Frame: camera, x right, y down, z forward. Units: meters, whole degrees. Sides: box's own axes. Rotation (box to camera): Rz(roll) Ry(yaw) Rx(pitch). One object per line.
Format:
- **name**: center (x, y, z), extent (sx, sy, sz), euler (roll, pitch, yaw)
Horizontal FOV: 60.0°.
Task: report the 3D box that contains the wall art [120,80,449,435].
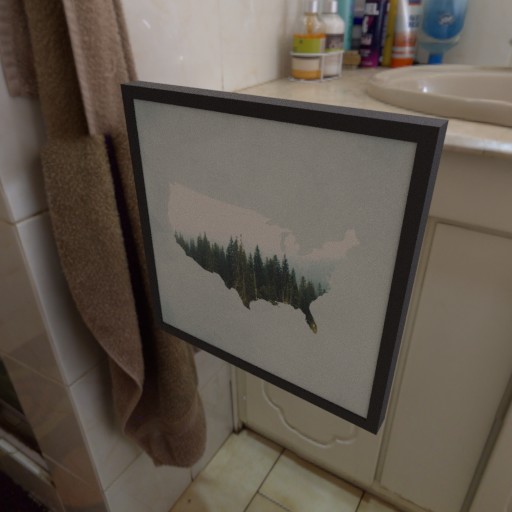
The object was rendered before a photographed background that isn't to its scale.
- **wall art**: center (0.000, 0.000, 0.747), extent (0.509, 0.509, 0.040), euler (19, 35, 29)
